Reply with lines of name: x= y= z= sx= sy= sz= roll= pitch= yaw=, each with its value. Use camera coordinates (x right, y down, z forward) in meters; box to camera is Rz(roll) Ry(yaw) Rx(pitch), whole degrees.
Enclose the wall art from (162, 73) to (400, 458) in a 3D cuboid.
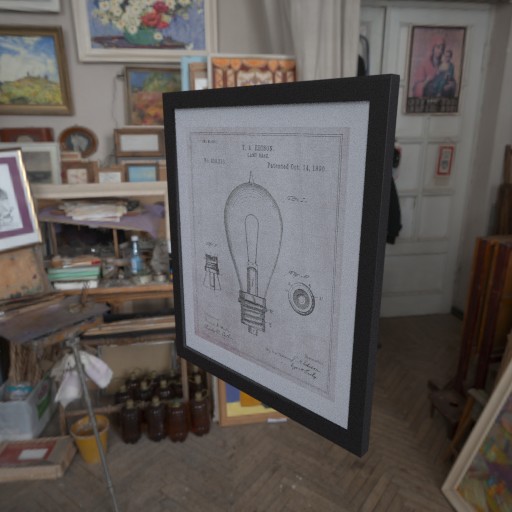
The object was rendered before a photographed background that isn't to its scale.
wall art: x=0.000 y=0.000 z=0.708 sx=0.430 sy=0.509 sz=0.021 roll=15 pitch=22 yaw=41
